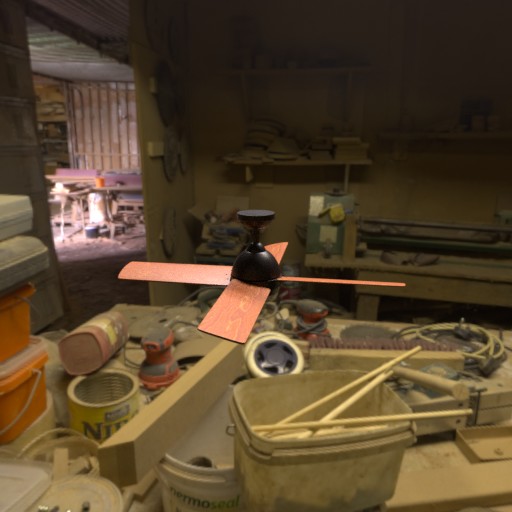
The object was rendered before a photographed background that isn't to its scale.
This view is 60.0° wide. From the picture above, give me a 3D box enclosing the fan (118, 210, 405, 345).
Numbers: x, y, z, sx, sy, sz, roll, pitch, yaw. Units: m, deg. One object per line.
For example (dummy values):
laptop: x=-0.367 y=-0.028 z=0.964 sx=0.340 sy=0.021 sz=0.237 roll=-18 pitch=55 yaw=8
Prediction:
fan: x=0.000 y=0.000 z=2.045 sx=1.332 sy=0.403 sz=1.332 roll=3 pitch=15 yaw=10
